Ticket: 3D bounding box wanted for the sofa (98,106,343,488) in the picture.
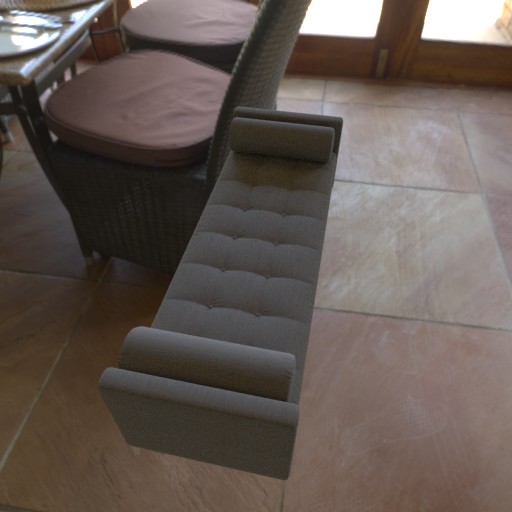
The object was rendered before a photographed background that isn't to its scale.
[{"bbox_3d":[0.000,0.000,2.318,0.686,0.635,1.981,9,47,8],"label":"sofa"}]
